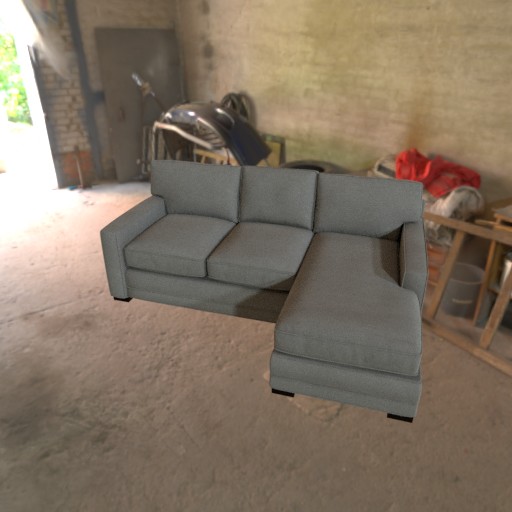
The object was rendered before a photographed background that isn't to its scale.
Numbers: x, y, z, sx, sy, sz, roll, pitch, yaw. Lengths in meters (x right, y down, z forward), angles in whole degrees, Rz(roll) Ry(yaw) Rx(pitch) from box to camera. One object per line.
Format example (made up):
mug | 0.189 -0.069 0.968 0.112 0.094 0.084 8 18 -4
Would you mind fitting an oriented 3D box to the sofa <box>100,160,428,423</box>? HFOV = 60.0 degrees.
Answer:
sofa | 0.000 0.000 2.891 2.087 0.861 1.496 8 28 15
